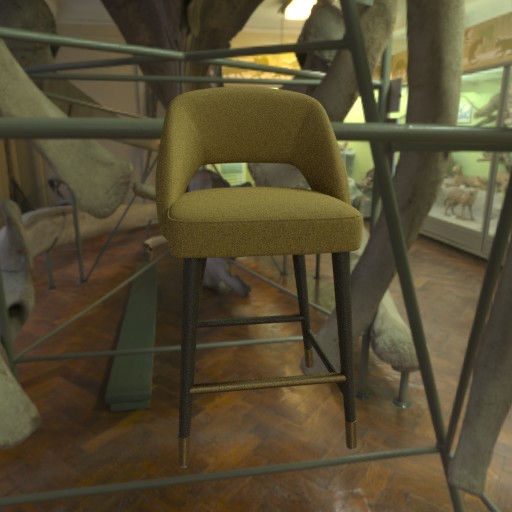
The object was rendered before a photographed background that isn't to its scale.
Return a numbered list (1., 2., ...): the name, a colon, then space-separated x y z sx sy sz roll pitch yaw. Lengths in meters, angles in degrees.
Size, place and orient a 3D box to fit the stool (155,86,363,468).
1. stool: 0.000 0.000 1.252 0.536 0.939 0.522 -2 16 -8
